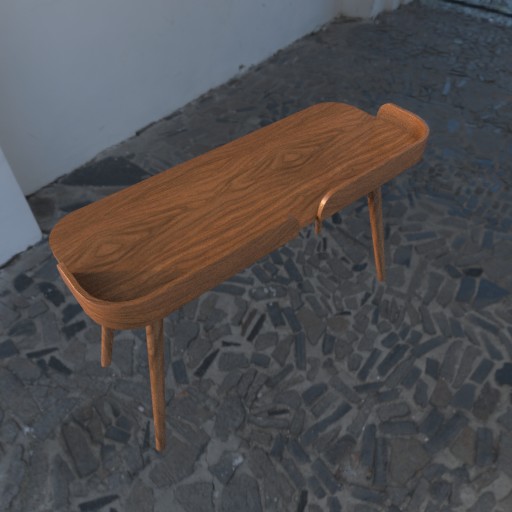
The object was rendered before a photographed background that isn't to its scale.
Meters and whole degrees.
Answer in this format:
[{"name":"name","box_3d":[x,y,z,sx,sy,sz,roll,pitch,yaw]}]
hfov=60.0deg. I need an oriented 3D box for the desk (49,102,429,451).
[{"name":"desk","box_3d":[0.000,0.000,1.639,1.256,0.800,0.486,-31,54,-26]}]
